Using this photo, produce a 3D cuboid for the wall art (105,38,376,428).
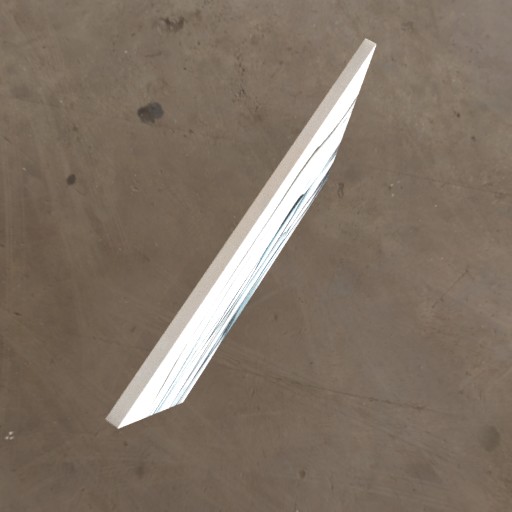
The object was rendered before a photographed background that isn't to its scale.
[{"bbox_3d":[0.000,0.000,1.573,0.039,0.915,1.219,32,77,8],"label":"wall art"}]
